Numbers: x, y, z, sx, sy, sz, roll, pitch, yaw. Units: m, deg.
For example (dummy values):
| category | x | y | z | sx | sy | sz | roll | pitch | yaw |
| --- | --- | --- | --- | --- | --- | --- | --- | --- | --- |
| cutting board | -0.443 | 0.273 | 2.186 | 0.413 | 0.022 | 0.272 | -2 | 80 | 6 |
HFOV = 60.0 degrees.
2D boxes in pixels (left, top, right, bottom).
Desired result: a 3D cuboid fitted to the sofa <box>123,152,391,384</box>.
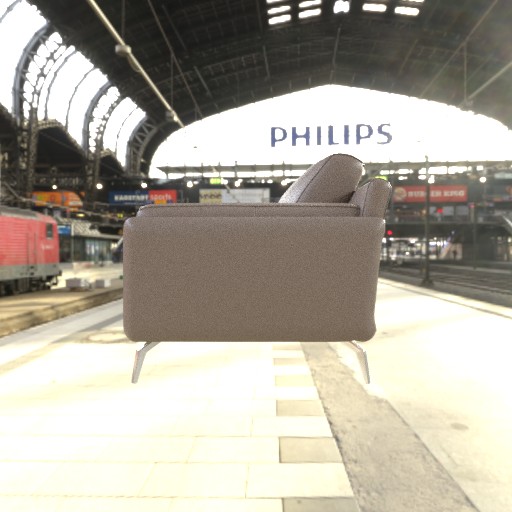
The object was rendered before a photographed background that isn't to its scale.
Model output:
| category | x | y | z | sx | sy | sz | roll | pitch | yaw |
| --- | --- | --- | --- | --- | --- | --- | --- | --- | --- |
| sofa | 0.000 | 0.000 | 2.601 | 1.049 | 0.930 | 2.101 | 0 | 1 | 0 |
